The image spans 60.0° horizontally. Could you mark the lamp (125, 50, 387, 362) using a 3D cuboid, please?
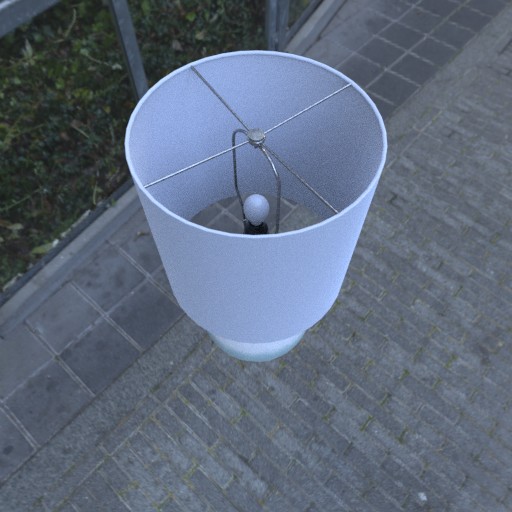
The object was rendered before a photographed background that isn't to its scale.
[{"bbox_3d":[0.000,0.000,0.541,0.217,0.404,0.217,-31,63,-17],"label":"lamp"}]
